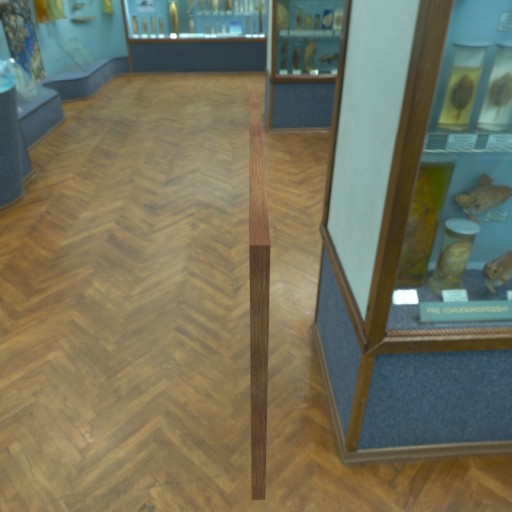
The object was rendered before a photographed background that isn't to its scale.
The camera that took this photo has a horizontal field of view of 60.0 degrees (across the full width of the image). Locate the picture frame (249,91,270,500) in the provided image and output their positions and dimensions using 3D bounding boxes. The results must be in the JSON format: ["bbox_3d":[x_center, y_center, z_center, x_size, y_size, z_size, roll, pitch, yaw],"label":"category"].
[{"bbox_3d":[0.000,0.000,1.183,0.029,0.640,0.950,0,32,-1],"label":"picture frame"}]
